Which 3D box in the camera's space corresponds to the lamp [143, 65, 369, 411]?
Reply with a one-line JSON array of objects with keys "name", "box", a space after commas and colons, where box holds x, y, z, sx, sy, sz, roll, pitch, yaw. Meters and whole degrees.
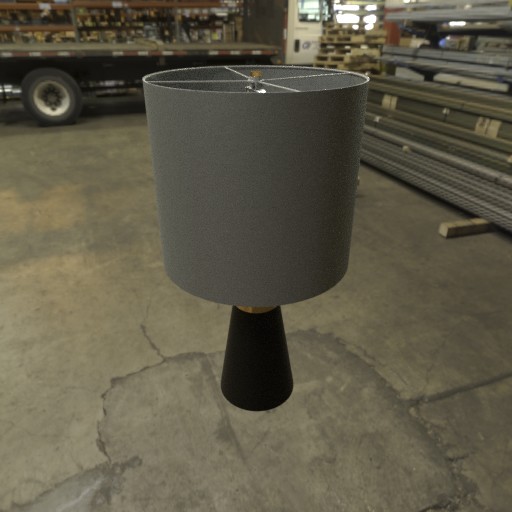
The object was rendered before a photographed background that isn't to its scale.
[{"name": "lamp", "box": [0.000, 0.000, 0.751, 0.308, 0.580, 0.308, -10, 30, -18]}]
